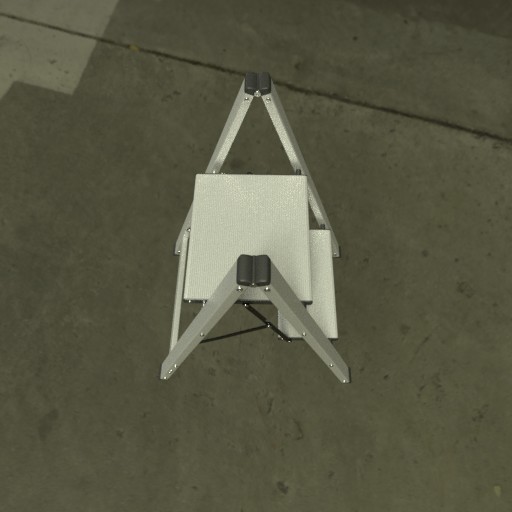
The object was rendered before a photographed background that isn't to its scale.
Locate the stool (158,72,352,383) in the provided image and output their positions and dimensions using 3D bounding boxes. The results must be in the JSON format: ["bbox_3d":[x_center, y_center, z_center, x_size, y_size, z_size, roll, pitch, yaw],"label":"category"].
[{"bbox_3d":[0.000,0.000,1.031,0.535,0.670,0.440,1,62,0],"label":"stool"}]
